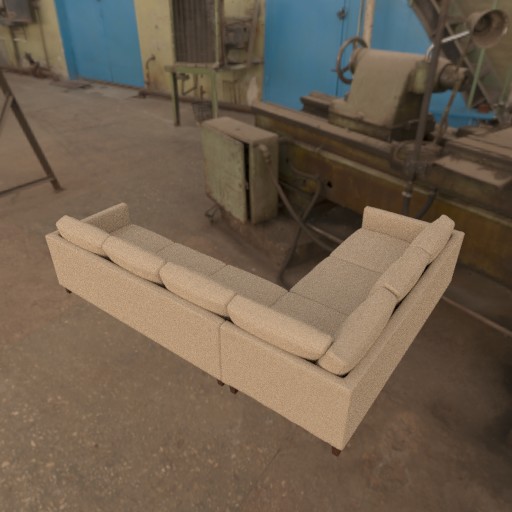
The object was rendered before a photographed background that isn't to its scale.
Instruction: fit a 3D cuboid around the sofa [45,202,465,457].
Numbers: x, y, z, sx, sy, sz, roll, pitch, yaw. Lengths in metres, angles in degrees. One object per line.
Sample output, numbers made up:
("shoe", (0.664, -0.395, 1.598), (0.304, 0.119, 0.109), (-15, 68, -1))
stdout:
("sofa", (0.000, 0.000, 4.332), (3.182, 0.863, 2.432), (22, 38, 30))
